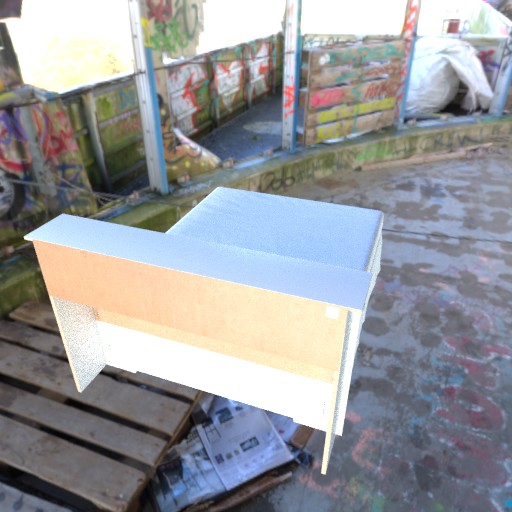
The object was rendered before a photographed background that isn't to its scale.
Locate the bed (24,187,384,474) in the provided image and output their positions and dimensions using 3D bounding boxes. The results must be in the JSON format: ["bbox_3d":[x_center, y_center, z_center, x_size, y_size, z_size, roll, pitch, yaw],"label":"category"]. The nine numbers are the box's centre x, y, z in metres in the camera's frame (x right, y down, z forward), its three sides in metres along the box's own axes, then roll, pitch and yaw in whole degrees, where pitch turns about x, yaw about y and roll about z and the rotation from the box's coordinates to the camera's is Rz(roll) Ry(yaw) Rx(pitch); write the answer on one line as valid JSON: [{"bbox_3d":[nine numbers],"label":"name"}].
[{"bbox_3d":[0.000,0.000,3.091,1.671,1.092,2.133,11,33,17],"label":"bed"}]
